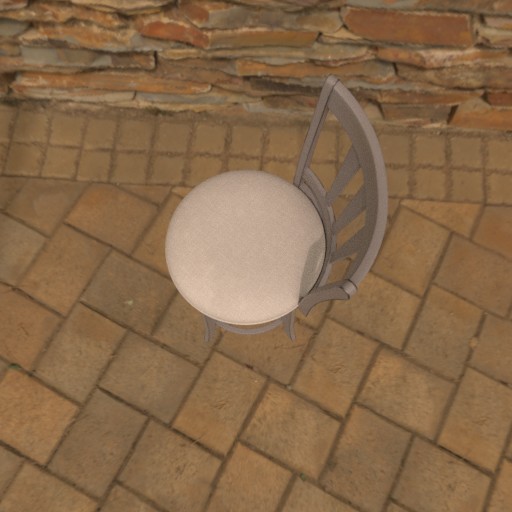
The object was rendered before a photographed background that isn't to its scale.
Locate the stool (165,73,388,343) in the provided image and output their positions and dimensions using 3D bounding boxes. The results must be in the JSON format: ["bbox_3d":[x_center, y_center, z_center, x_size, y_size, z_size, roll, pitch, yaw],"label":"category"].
[{"bbox_3d":[0.000,0.000,1.273,0.475,1.023,0.436,-1,74,0],"label":"stool"}]
